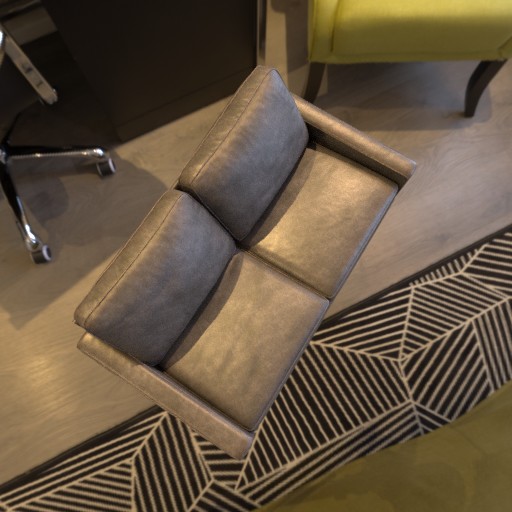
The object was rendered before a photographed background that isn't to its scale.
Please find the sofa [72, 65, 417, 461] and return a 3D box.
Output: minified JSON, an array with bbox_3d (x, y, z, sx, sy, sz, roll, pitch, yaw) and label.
[{"bbox_3d":[0.000,0.000,2.302,0.939,0.916,1.732,32,78,8],"label":"sofa"}]
